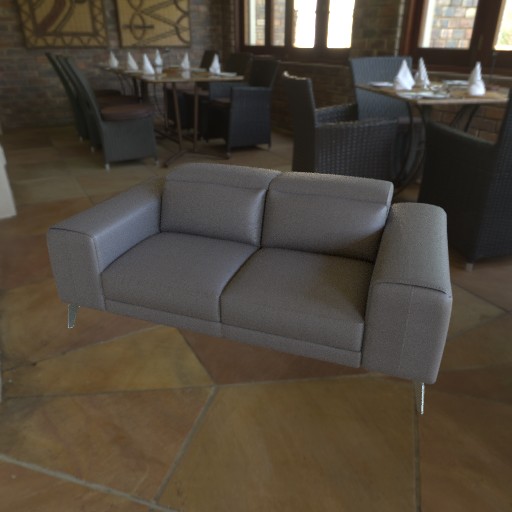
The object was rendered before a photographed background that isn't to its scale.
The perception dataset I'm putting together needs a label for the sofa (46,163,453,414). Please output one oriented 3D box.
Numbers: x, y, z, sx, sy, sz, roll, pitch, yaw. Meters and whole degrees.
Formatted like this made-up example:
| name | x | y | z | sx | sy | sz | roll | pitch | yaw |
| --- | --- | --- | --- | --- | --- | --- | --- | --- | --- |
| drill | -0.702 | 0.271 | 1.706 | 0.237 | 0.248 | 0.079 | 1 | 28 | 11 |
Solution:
| name | x | y | z | sx | sy | sz | roll | pitch | yaw |
| --- | --- | --- | --- | --- | --- | --- | --- | --- | --- |
| sofa | 0.000 | 0.000 | 2.438 | 1.930 | 0.753 | 1.024 | 9 | 27 | 18 |
